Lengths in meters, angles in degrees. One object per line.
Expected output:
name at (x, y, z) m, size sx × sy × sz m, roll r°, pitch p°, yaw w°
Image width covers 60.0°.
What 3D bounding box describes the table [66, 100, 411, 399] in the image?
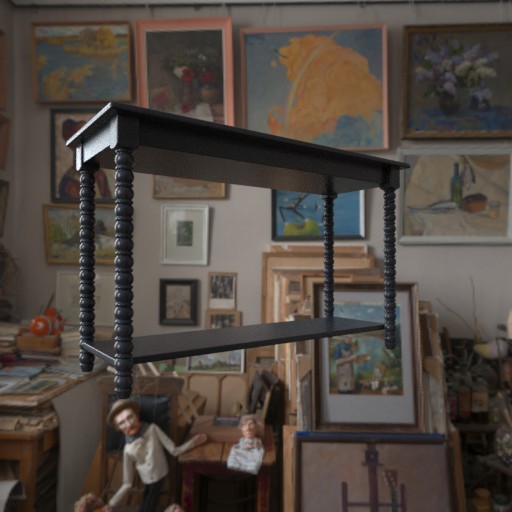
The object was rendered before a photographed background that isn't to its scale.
table at (0.000, 0.000, 1.584) m, size 1.184 × 0.735 × 0.459 m, roll 0°, pitch -1°, yaw -36°
